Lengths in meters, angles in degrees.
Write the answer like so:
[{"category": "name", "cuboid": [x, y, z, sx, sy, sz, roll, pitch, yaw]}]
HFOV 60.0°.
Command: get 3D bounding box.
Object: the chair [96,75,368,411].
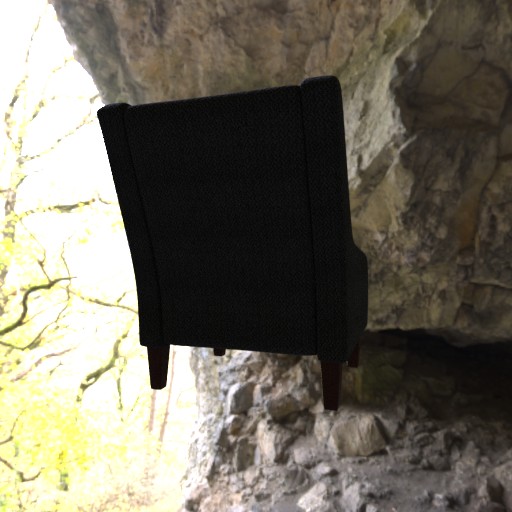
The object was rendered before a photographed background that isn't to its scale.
[{"category": "chair", "cuboid": [0.000, 0.000, 1.755, 0.793, 1.012, 0.944, 0, 1, 19]}]
